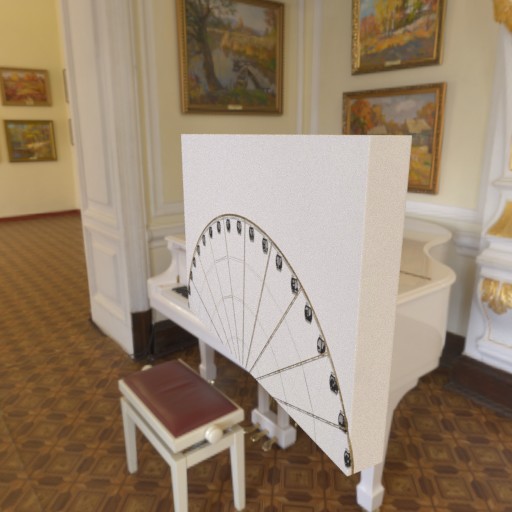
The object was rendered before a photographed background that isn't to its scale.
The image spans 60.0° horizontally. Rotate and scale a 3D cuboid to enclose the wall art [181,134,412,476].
[{"bbox_3d":[0.000,0.000,0.481,0.039,0.254,0.384,-8,17,-25],"label":"wall art"}]
